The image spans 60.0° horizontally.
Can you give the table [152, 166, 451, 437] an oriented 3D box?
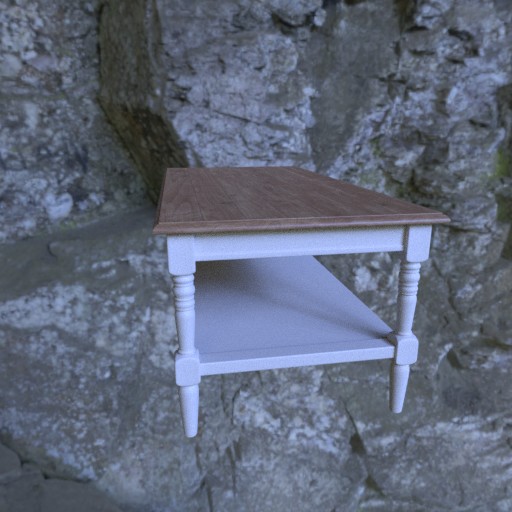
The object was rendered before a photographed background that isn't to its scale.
[{"bbox_3d":[0.000,0.000,1.390,0.559,0.458,1.118,-3,16,-10],"label":"table"}]
